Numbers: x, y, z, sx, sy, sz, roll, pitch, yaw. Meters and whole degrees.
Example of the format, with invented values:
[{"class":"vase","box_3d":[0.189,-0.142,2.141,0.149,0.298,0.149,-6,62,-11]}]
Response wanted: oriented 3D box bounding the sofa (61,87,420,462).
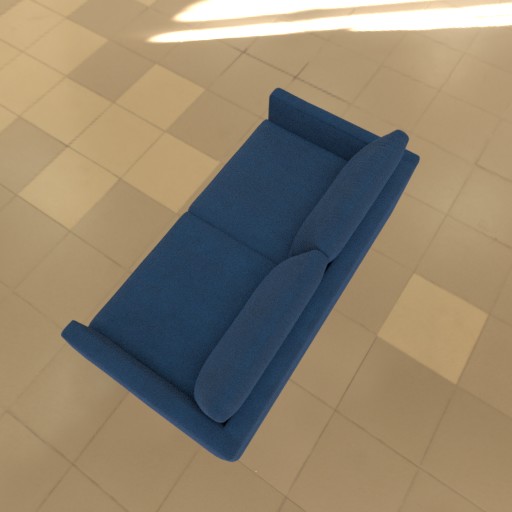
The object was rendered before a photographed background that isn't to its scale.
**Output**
[{"class":"sofa","box_3d":[0.000,0.000,2.181,0.875,0.817,1.676,31,68,14]}]
